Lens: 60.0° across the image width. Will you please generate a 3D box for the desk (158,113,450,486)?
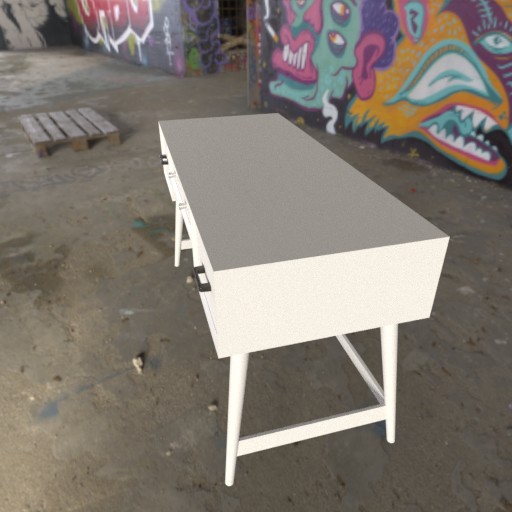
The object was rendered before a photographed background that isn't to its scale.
[{"bbox_3d":[0.000,0.000,1.724,0.589,0.762,1.313,-8,32,-13],"label":"desk"}]
